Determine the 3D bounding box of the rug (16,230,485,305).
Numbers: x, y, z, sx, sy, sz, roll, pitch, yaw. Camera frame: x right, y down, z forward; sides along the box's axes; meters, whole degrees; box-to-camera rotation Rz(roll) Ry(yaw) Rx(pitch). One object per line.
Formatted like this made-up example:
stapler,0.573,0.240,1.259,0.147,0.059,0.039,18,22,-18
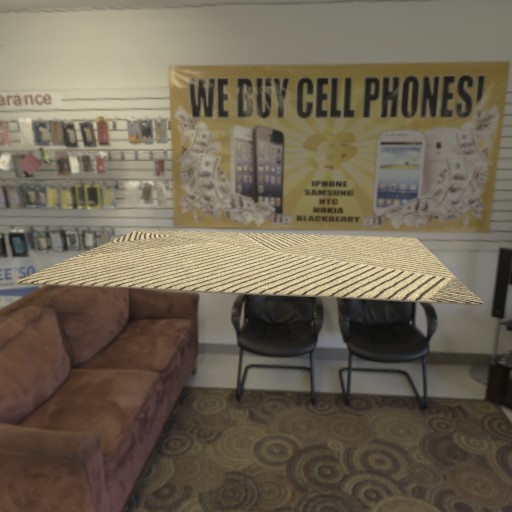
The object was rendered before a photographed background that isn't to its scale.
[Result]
rug,0.000,0.000,2.302,1.842,0.019,1.237,2,13,8
